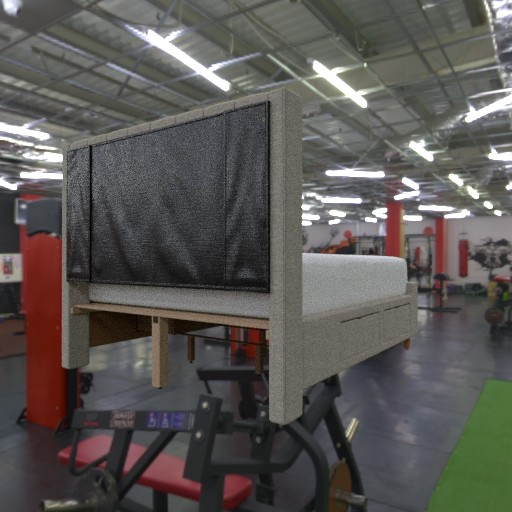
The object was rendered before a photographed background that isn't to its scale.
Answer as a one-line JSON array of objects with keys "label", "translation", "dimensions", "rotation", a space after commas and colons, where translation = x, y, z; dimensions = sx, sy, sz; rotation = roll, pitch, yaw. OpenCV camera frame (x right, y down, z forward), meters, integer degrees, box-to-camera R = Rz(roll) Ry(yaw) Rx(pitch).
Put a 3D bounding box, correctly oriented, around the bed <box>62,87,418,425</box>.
[{"label": "bed", "translation": [0.000, 0.000, 3.797], "dimensions": [2.044, 1.748, 2.372], "rotation": [0, 0, 36]}]
